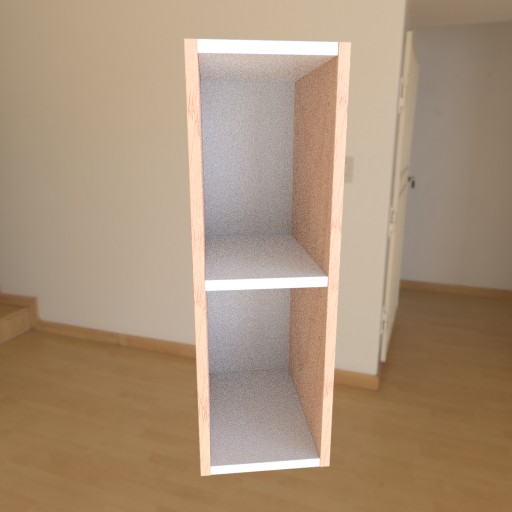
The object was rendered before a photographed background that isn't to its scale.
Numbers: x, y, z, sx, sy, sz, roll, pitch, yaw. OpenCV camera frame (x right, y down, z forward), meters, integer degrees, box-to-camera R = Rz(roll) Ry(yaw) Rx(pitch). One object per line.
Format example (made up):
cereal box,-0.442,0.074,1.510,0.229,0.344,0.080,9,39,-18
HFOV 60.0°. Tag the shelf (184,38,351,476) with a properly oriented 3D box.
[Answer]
shelf,0.000,0.000,0.735,0.200,0.600,0.290,-2,15,-6
